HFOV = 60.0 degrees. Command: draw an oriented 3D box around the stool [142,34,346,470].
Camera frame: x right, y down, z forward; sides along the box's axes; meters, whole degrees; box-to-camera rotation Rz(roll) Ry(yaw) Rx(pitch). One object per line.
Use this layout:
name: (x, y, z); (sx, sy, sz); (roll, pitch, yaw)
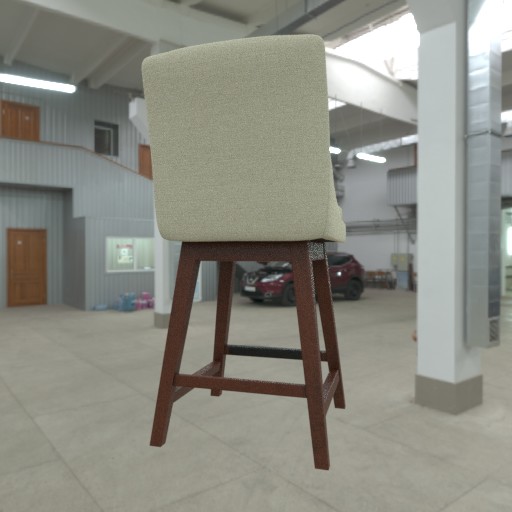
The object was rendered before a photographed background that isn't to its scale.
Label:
stool: (0.000, 0.000, 1.271); (0.469, 0.991, 0.559); (0, 1, 16)
